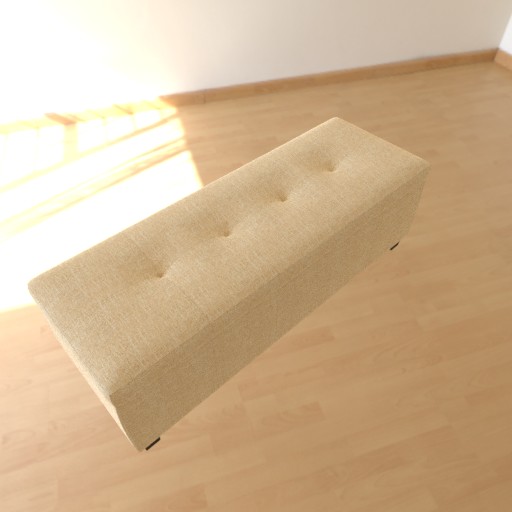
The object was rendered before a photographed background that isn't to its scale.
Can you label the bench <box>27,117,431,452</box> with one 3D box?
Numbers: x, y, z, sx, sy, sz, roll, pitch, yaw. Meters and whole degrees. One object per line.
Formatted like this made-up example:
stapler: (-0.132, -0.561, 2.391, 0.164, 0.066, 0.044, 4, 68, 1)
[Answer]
bench: (0.000, 0.000, 1.425, 1.219, 0.406, 0.432, -34, 55, -28)
